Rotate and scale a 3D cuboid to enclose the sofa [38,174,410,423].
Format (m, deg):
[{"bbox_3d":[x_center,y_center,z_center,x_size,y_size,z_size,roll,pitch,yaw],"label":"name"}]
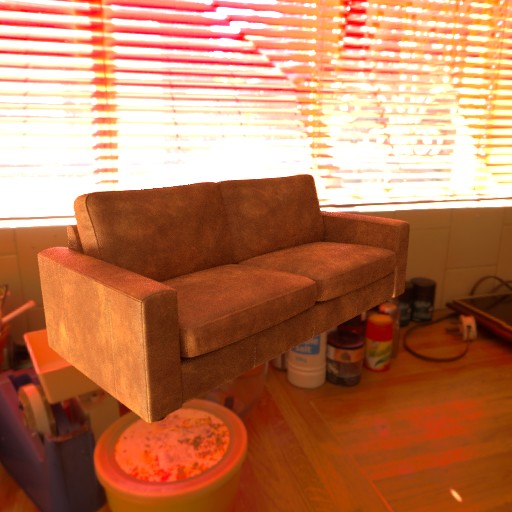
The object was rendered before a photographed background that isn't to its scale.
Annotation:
[{"bbox_3d":[0.000,0.000,2.706,1.016,0.873,2.179,14,20,42],"label":"sofa"}]
